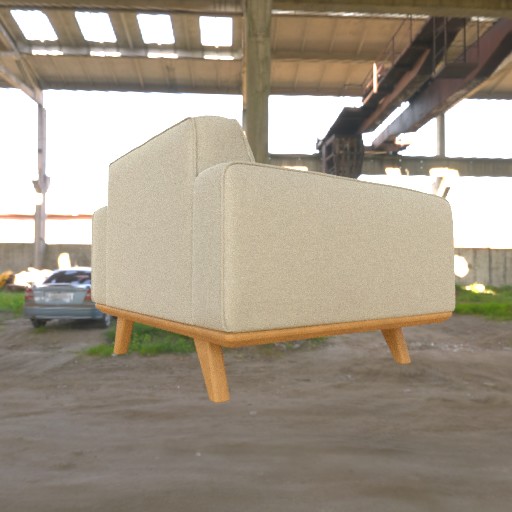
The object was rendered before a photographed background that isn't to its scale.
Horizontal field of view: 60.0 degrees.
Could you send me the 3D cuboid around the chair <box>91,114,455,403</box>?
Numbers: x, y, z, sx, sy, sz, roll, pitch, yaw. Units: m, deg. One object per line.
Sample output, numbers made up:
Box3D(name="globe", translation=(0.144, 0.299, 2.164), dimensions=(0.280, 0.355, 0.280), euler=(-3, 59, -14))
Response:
Box3D(name="chair", translation=(0.000, 0.000, 1.700), dimensions=(0.953, 0.779, 1.115), euler=(1, -2, -36))
